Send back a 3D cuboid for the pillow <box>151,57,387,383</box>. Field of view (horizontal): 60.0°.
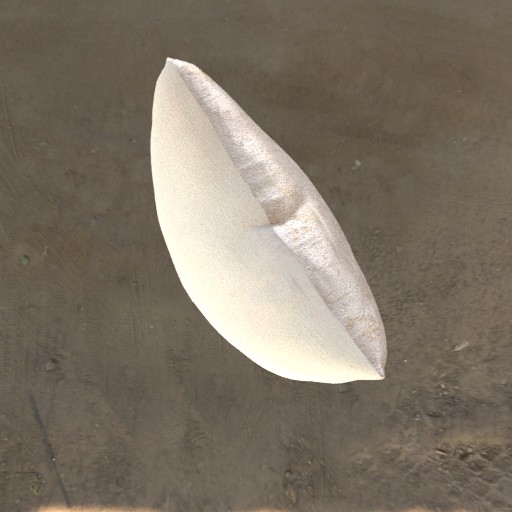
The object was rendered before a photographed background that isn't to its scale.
[{"bbox_3d":[0.000,0.000,0.702,0.245,0.448,0.450,-29,78,-7],"label":"pillow"}]
